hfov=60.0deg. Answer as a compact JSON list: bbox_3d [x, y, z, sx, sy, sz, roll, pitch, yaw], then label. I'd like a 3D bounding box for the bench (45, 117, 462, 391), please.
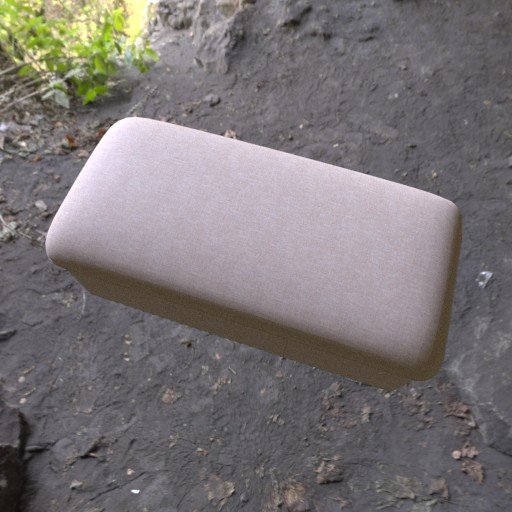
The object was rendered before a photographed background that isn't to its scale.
[{"bbox_3d":[0.000,0.000,1.247,0.991,0.483,0.483,17,66,8],"label":"bench"}]
